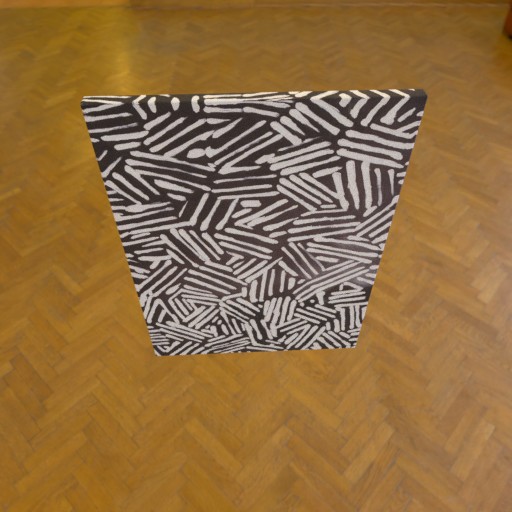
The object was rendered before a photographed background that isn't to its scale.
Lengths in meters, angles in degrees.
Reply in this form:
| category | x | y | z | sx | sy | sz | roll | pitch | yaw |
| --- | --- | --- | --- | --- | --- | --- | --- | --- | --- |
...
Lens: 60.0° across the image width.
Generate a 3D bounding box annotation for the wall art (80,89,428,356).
| category | x | y | z | sx | sy | sz | roll | pitch | yaw |
| --- | --- | --- | --- | --- | --- | --- | --- | --- | --- |
| wall art | 0.000 | 0.000 | 1.346 | 0.765 | 1.017 | 0.038 | -2 | 46 | -2 |
